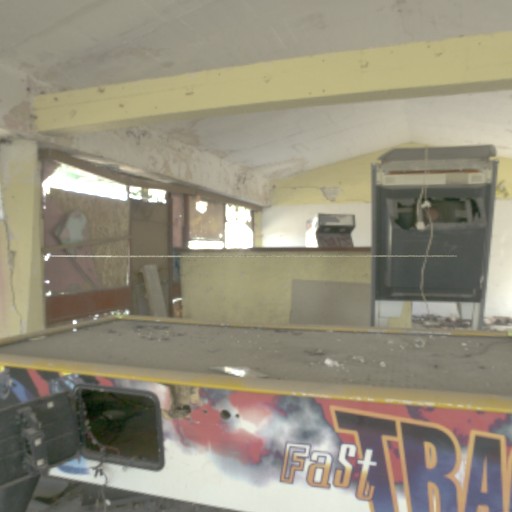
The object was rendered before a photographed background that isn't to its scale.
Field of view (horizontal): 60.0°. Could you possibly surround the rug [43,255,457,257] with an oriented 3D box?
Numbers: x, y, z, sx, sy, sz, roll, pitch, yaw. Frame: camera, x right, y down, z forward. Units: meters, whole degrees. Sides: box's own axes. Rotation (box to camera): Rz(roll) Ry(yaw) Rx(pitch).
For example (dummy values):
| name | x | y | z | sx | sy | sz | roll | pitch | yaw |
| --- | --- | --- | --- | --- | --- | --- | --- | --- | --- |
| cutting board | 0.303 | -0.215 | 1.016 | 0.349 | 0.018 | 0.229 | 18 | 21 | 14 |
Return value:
| name | x | y | z | sx | sy | sz | roll | pitch | yaw |
| --- | --- | --- | --- | --- | --- | --- | --- | --- | --- |
| rug | 0.000 | 0.000 | 3.051 | 2.433 | 0.007 | 1.507 | 0 | 0 | -35 |
